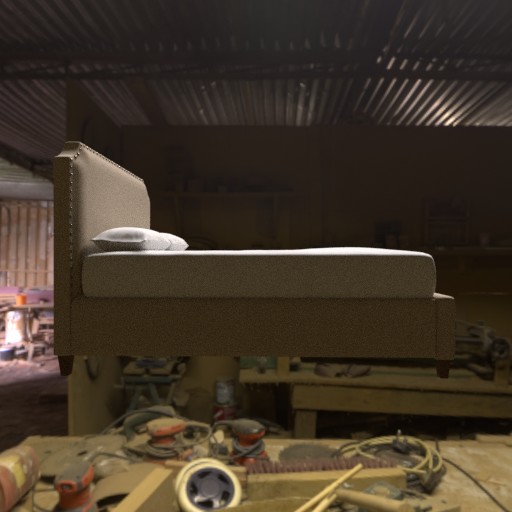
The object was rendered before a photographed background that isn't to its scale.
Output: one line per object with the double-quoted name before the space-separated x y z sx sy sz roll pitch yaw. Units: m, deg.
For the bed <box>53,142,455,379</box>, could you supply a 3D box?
"bed" 0.000 0.000 3.399 2.329 1.415 1.703 0 0 1
